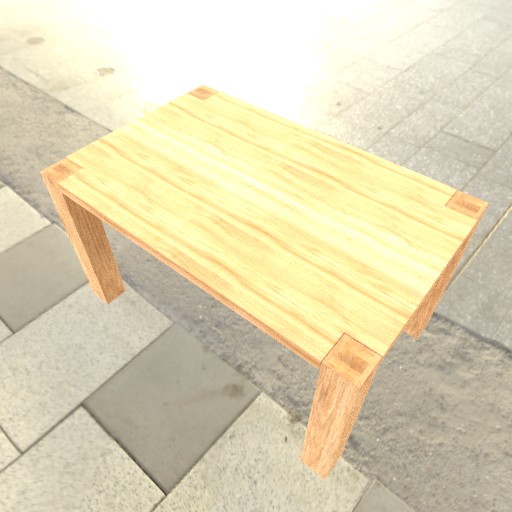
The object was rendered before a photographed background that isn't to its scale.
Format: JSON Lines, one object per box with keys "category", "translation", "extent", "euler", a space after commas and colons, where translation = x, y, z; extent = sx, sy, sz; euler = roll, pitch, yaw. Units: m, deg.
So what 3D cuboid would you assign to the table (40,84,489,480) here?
{"category": "table", "translation": [0.000, 0.000, 1.910], "extent": [1.400, 0.760, 0.900], "euler": [31, 55, 25]}
